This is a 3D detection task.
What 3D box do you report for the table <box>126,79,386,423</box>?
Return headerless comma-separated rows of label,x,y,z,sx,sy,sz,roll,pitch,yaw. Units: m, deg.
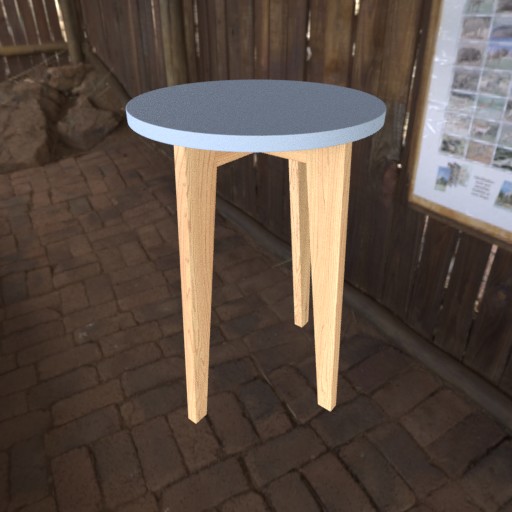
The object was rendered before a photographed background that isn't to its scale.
table,0.000,0.000,0.742,0.350,0.500,0.350,0,31,0
